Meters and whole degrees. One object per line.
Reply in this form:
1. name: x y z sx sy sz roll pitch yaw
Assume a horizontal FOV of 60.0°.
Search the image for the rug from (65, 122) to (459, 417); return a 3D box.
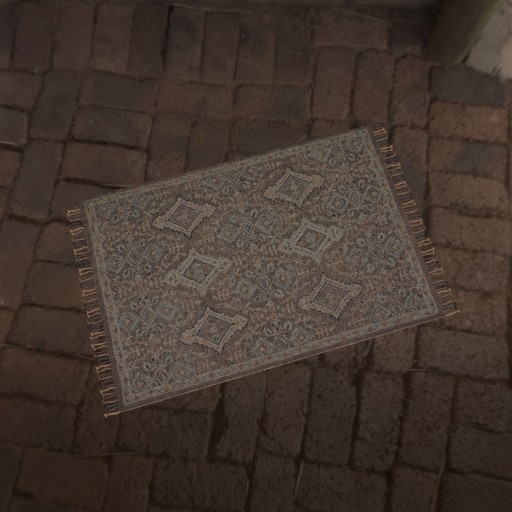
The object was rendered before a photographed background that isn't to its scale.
1. rug: 0.000 0.000 3.101 2.434 0.010 1.516 -15 75 -4
